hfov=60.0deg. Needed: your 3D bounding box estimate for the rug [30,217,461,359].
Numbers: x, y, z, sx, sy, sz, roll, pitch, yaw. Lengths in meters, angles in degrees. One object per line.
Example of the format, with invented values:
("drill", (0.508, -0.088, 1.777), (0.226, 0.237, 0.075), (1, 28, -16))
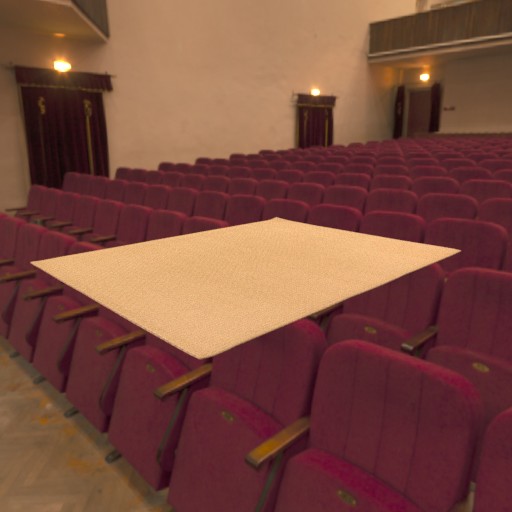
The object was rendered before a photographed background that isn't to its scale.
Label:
("rug", (0.000, 0.000, 3.761), (2.897, 0.035, 2.277), (-14, 20, -42))
